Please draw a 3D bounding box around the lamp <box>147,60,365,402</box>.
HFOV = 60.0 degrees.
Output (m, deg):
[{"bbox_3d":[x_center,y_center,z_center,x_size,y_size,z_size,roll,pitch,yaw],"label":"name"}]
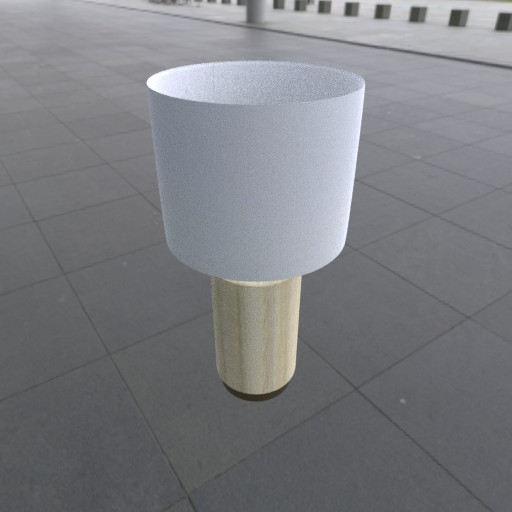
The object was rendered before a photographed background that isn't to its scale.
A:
[{"bbox_3d":[0.000,0.000,0.586,0.228,0.444,0.228,-11,34,-16],"label":"lamp"}]
